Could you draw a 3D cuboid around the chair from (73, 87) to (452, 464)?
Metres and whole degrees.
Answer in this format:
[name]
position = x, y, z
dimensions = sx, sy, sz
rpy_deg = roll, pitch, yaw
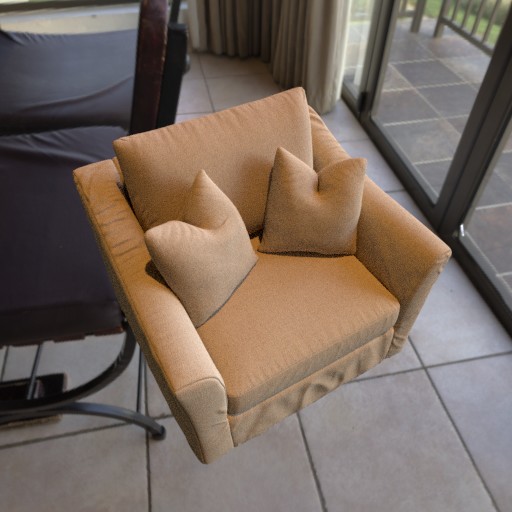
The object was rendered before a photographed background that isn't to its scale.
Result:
[chair]
position = 0.000, 0.000, 1.978
dimensions = 1.194, 1.093, 1.071
rpy_deg = -23, 51, -20
